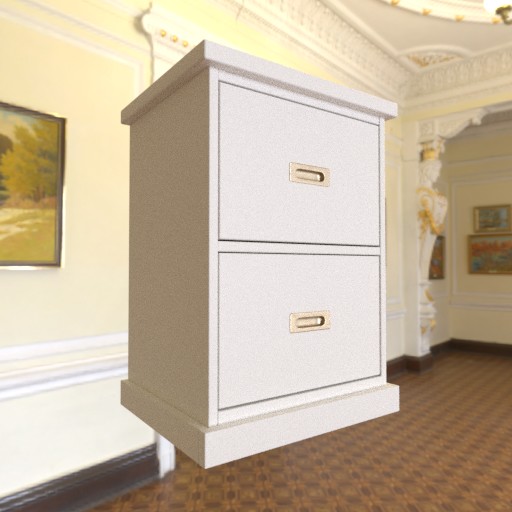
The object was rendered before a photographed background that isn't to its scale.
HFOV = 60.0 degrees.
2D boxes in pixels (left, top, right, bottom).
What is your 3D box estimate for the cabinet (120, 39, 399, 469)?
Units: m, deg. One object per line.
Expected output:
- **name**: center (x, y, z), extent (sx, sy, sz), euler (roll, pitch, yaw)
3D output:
- **cabinet**: center (0.000, 0.000, 1.067), extent (0.520, 0.723, 0.431), euler (1, -2, -35)
